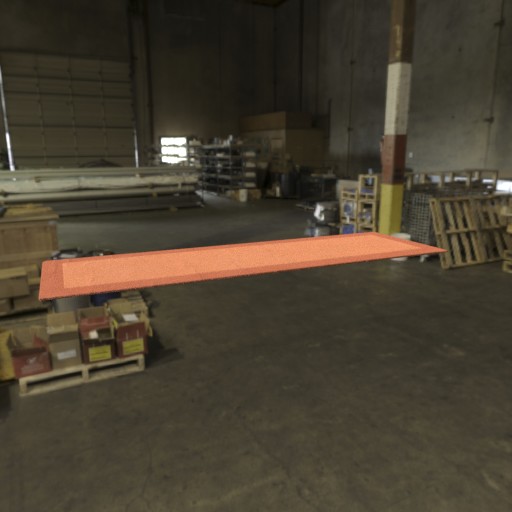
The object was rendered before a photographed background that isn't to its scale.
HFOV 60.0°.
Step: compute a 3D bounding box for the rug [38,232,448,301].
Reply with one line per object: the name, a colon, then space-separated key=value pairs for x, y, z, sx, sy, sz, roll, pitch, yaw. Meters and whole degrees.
rug: x=0.000 y=0.000 z=2.764 sx=2.471 sy=0.013 sz=0.914 roll=-7 pitch=15 yaw=-27
